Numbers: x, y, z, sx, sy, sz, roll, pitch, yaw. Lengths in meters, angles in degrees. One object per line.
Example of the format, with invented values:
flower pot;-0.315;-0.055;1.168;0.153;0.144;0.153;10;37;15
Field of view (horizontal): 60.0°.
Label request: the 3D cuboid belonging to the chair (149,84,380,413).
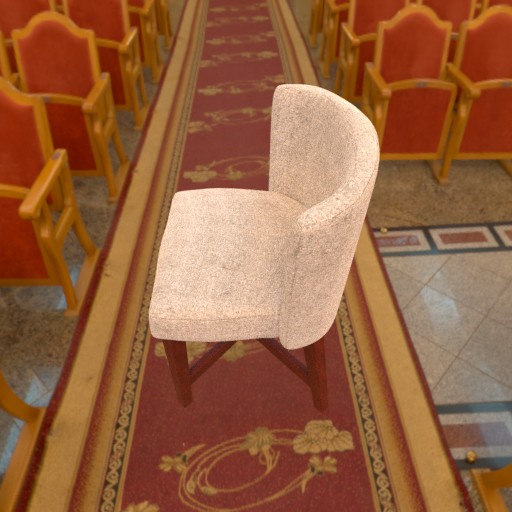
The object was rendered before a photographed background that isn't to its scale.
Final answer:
chair;0.000;0.000;1.329;0.575;0.827;0.728;-1;41;-1
